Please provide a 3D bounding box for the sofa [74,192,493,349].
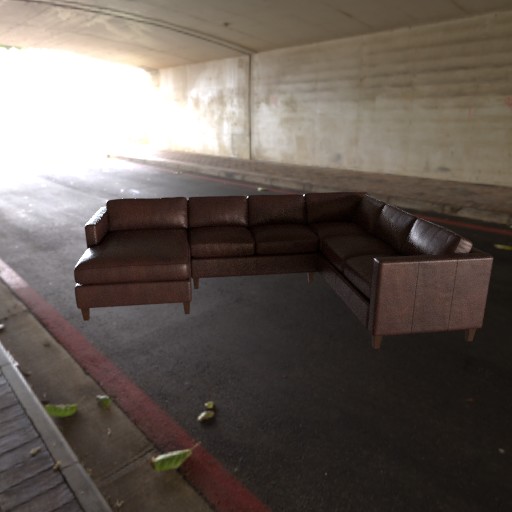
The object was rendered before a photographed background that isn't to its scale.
[{"bbox_3d":[0.000,0.000,4.389,3.324,0.891,2.452,-3,18,-8],"label":"sofa"}]
